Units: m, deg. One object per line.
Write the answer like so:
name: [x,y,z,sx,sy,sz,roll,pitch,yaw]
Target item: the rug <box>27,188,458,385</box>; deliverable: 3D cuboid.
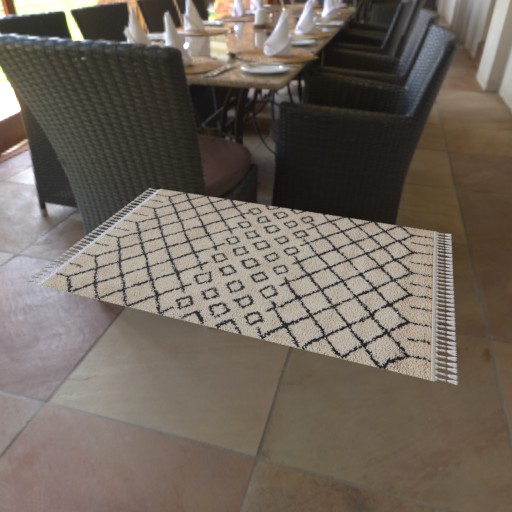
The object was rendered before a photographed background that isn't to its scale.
rug: [0.000,0.000,2.397,2.006,0.008,1.196,11,34,16]
